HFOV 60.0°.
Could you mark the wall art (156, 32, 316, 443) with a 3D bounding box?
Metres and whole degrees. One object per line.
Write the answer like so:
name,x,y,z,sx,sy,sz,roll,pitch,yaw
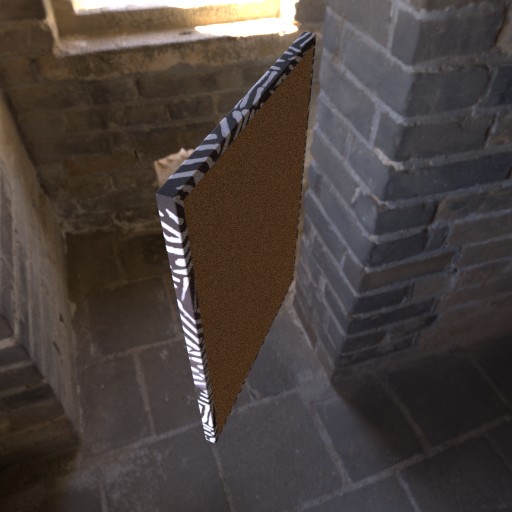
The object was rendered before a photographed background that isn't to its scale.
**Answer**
wall art,0.000,0.000,1.324,0.038,1.017,0.765,17,49,15
